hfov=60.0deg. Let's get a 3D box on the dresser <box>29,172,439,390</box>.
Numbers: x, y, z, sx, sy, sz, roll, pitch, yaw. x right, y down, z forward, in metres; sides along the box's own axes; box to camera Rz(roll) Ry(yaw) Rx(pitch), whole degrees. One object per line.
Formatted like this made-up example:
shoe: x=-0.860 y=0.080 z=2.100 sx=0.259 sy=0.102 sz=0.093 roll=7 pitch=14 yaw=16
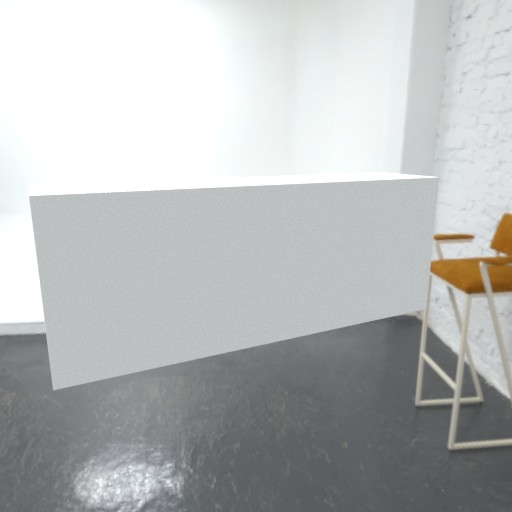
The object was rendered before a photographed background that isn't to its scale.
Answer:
dresser: x=0.000 y=0.000 z=2.502 sx=2.200 sy=0.840 sz=0.500 roll=-7 pitch=16 yaw=-25
